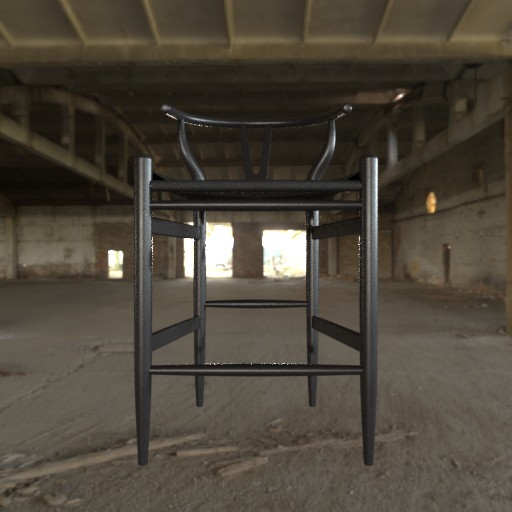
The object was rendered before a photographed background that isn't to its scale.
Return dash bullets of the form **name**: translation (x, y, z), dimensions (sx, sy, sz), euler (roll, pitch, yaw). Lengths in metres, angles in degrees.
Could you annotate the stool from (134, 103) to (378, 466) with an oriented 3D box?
- **stool**: translation (0.000, 0.000, 1.302), dimensions (0.569, 0.970, 0.579), euler (0, 0, 0)
